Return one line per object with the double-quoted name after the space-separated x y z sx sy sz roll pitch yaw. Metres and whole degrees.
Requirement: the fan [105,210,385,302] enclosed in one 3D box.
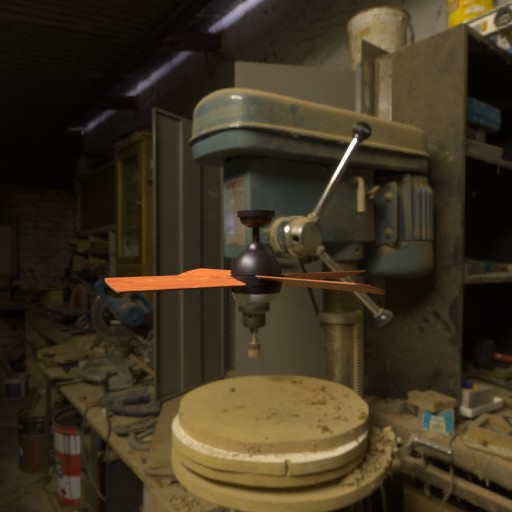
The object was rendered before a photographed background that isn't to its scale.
0.000 0.000 2.009 1.332 0.403 1.332 -1 1 -36 "fan"
